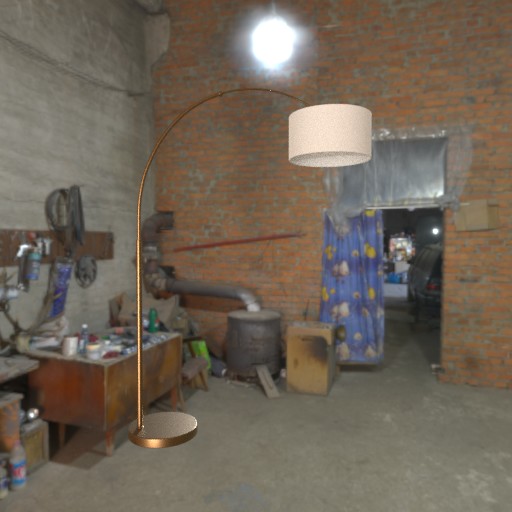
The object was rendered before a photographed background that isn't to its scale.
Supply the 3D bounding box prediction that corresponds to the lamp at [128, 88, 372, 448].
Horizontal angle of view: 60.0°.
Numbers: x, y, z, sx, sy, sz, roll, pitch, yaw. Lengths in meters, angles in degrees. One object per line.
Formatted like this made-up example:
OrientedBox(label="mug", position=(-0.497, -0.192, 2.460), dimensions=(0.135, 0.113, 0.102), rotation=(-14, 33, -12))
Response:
OrientedBox(label="lamp", position=(0.000, 0.000, 2.563), dimensions=(1.434, 1.927, 0.493), rotation=(0, 1, -18))
